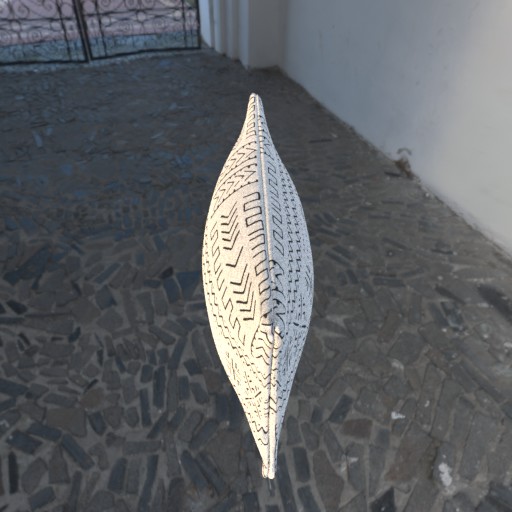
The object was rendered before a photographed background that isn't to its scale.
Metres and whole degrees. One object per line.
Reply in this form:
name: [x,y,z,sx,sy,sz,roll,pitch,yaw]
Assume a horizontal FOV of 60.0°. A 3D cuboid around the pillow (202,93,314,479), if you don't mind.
pillow: [0.000,0.000,0.793,0.188,0.352,0.637,-1,41,-1]
